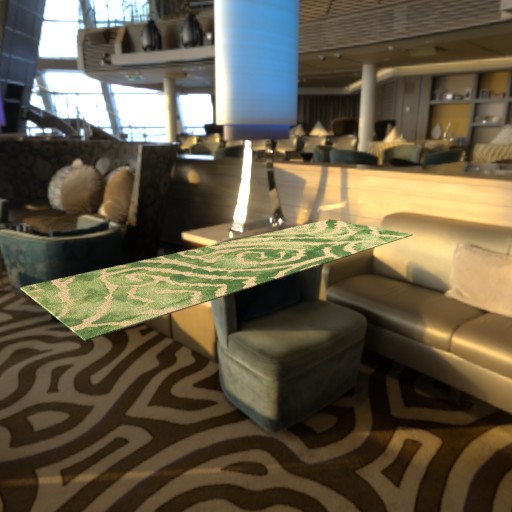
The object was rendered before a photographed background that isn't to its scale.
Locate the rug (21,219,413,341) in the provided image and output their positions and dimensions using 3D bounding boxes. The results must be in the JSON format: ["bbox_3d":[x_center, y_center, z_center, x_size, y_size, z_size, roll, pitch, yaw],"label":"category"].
[{"bbox_3d":[0.000,0.000,2.694,2.438,0.006,0.761,-15,22,-41],"label":"rug"}]
